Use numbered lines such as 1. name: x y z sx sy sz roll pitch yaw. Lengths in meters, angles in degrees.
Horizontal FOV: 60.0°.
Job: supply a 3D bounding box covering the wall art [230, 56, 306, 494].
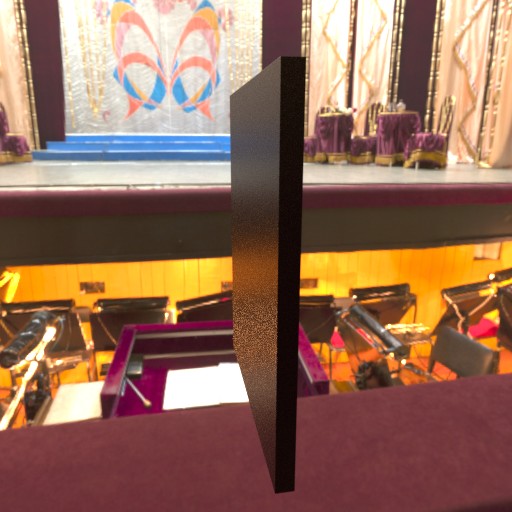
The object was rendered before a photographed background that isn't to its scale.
1. wall art: 0.000 0.000 0.758 0.028 0.557 0.457 -3 15 -10
